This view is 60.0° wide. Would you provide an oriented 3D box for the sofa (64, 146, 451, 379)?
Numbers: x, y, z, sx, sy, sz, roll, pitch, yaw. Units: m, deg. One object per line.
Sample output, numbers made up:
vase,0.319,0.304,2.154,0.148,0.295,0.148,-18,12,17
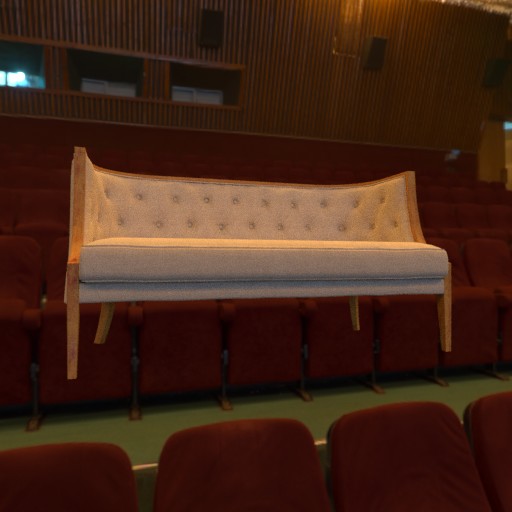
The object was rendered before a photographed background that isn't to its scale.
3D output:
sofa,0.000,0.000,1.918,1.474,0.775,0.770,0,-1,-17
